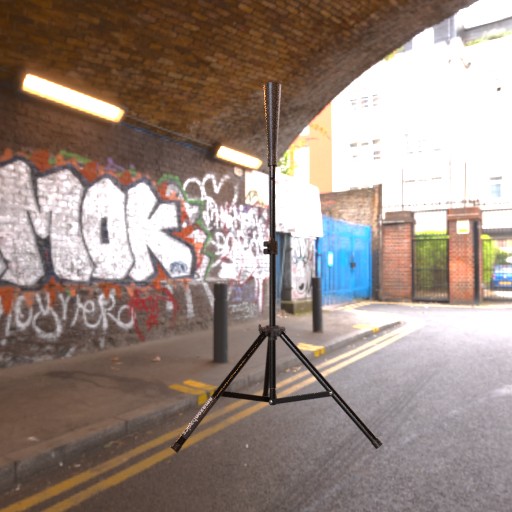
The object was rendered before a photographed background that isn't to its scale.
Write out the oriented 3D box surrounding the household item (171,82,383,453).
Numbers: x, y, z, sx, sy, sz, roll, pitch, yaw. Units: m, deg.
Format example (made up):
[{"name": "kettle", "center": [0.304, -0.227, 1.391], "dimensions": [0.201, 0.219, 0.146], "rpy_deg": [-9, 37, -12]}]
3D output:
[{"name": "household item", "center": [0.000, 0.000, 1.400], "dimensions": [0.559, 1.067, 0.559], "rpy_deg": [0, -2, -18]}]
